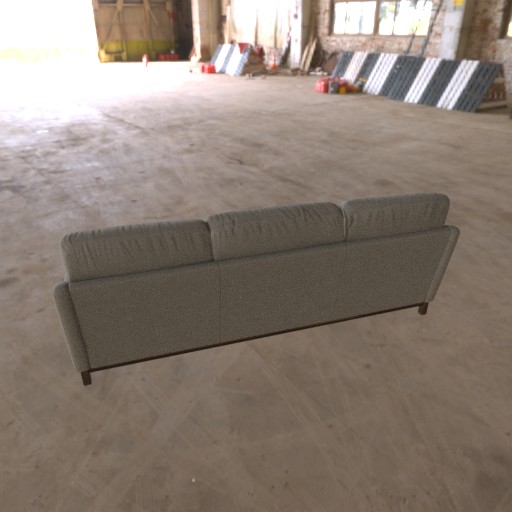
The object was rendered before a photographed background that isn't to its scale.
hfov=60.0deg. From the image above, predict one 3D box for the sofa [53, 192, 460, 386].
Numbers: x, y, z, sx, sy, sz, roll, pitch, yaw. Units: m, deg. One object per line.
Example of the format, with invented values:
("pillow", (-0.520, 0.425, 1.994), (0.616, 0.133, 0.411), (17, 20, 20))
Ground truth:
("sofa", (0.000, 0.000, 2.907), (2.344, 0.926, 0.987), (-8, 29, -16))
